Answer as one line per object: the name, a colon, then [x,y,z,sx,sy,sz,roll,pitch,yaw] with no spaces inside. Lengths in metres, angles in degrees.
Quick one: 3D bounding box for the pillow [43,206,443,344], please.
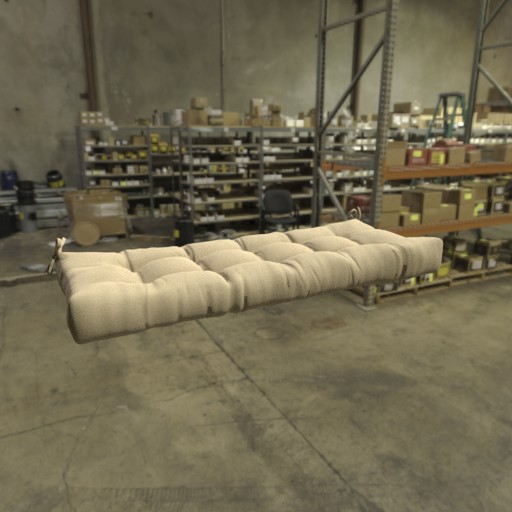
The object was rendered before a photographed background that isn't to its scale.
pillow: [0.000,0.000,1.384,1.194,0.174,0.511,-8,18,-26]
